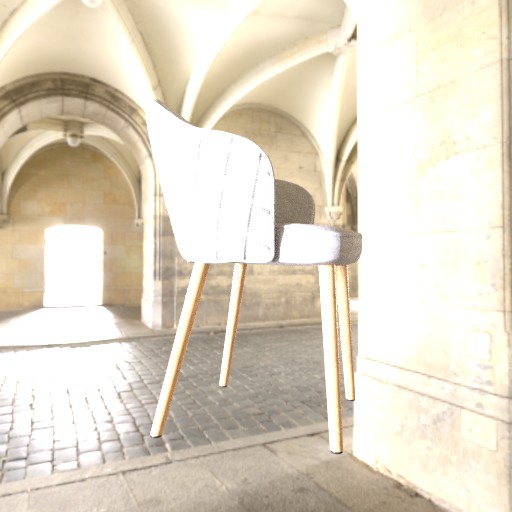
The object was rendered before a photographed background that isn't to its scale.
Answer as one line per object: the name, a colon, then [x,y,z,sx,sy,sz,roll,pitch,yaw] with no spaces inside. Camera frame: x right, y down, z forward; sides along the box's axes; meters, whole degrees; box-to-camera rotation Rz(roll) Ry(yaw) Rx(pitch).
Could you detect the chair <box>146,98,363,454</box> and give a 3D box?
chair: [0.000,0.000,1.137,0.530,0.800,0.540,0,-1,16]
